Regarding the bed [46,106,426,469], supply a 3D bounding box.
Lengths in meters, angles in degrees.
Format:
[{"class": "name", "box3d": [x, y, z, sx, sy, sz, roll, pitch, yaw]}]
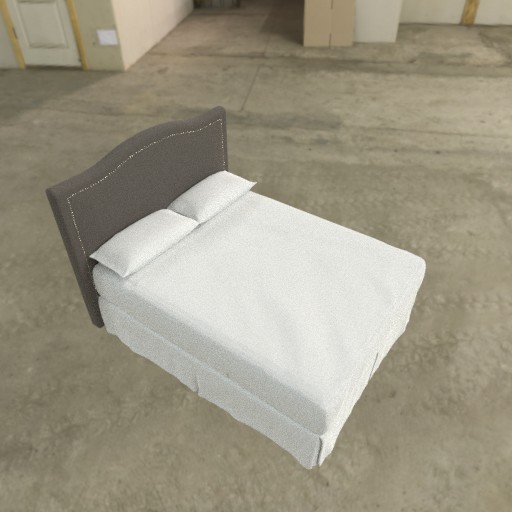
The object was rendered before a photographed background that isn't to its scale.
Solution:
[{"class": "bed", "box3d": [0.000, 0.000, 3.157, 2.036, 1.387, 1.666, 25, 46, 27]}]
